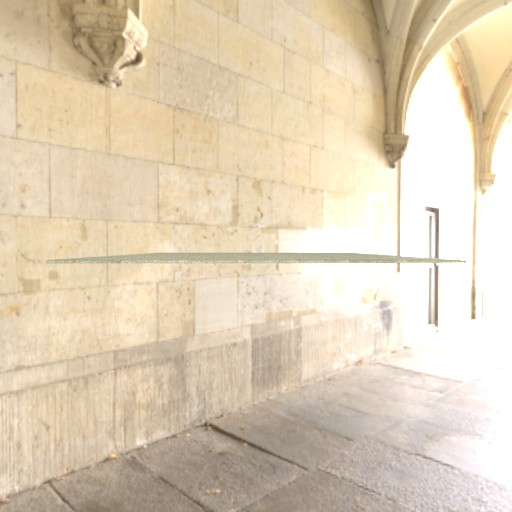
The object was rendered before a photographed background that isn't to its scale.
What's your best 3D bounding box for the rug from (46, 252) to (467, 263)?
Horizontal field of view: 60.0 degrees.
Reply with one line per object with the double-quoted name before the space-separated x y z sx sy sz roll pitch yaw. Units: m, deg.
"rug" 0.000 0.000 4.064 2.420 0.019 3.039 0 1 0
